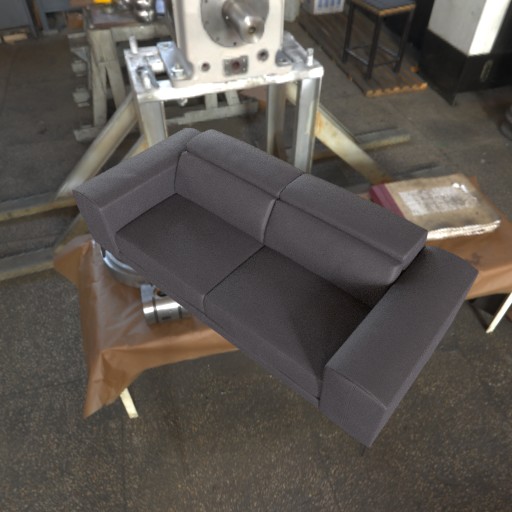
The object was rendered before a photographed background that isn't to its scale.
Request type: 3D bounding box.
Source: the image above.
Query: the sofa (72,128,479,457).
[{"bbox_3d":[0.000,0.000,2.811,2.330,0.814,1.048,32,54,27],"label":"sofa"}]
